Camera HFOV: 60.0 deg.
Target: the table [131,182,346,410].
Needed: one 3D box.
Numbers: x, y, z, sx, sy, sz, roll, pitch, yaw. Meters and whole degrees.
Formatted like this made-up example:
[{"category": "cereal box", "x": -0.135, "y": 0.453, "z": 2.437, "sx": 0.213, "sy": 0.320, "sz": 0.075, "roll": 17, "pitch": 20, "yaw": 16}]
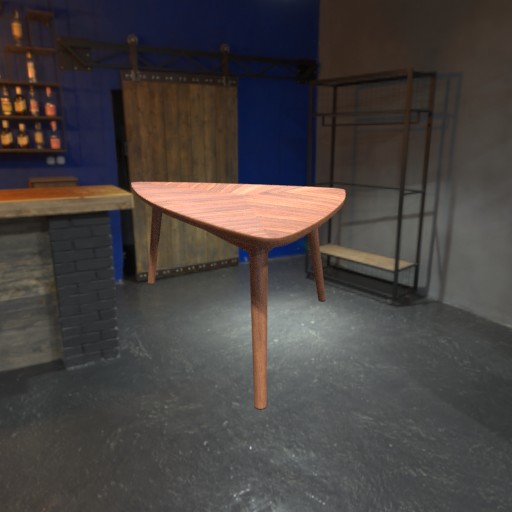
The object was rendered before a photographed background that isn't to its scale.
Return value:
[{"category": "table", "x": 0.000, "y": 0.000, "z": 1.306, "sx": 0.601, "sy": 0.365, "sz": 1.008, "roll": -8, "pitch": 17, "yaw": -26}]
